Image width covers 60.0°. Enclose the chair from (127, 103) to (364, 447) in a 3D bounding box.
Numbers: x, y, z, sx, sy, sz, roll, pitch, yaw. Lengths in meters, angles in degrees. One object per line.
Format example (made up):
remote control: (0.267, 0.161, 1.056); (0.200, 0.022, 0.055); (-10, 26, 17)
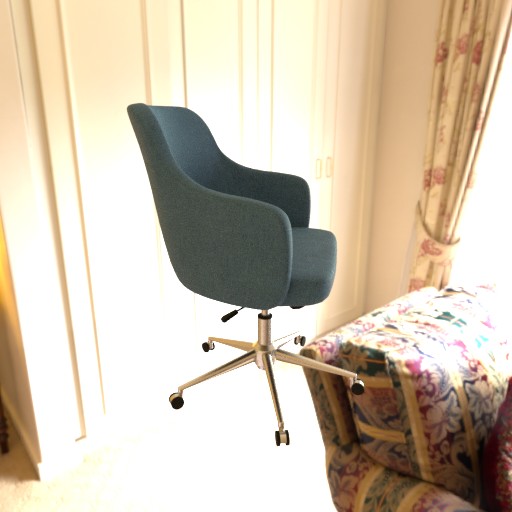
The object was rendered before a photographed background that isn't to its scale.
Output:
chair: (0.000, 0.000, 1.264); (0.655, 0.820, 0.599); (3, 17, 10)
